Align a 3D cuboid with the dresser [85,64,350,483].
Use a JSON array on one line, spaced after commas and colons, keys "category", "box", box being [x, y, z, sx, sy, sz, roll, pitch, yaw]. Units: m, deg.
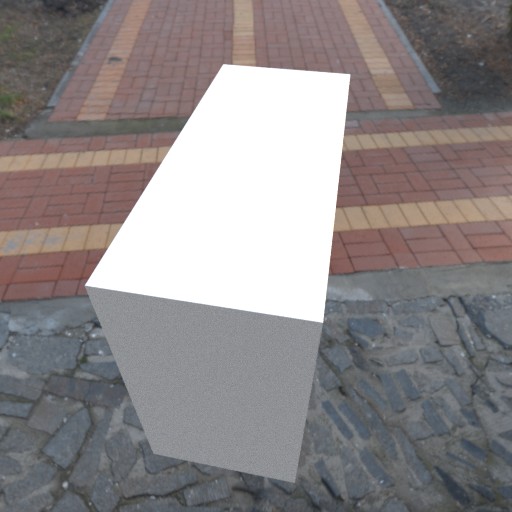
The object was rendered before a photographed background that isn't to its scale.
[{"category": "dresser", "box": [0.000, 0.000, 1.497, 0.460, 0.820, 1.100, 8, 45, 8]}]
